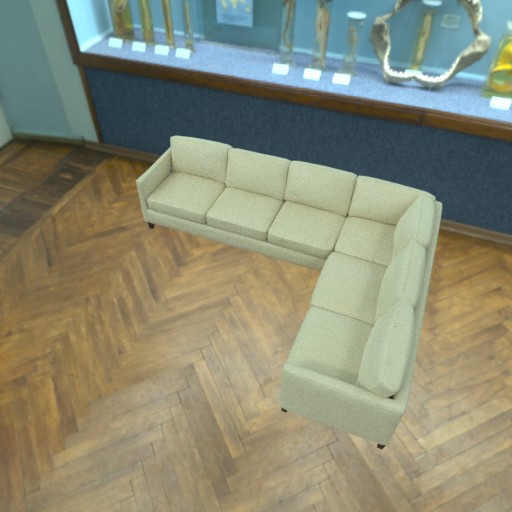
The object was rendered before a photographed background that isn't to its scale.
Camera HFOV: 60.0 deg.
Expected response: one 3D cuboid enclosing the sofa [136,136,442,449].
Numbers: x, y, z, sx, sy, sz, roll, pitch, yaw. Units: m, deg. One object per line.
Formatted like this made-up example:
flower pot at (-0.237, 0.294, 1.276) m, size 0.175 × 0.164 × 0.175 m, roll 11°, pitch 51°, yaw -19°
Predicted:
sofa at (0.000, 0.000, 4.509) m, size 3.302 × 0.947 × 2.593 m, roll 16°, pitch 48°, yaw 15°
